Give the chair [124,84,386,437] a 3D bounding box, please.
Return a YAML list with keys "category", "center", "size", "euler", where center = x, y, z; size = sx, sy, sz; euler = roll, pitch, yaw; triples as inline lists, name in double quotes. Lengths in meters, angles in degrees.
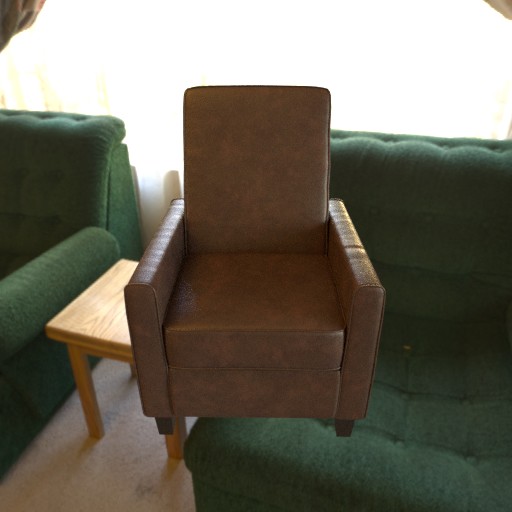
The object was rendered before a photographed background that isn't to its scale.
- category: "chair"
  center: [0.000, 0.000, 1.514]
  size: [0.705, 1.013, 0.746]
  euler: [0, 29, 1]
